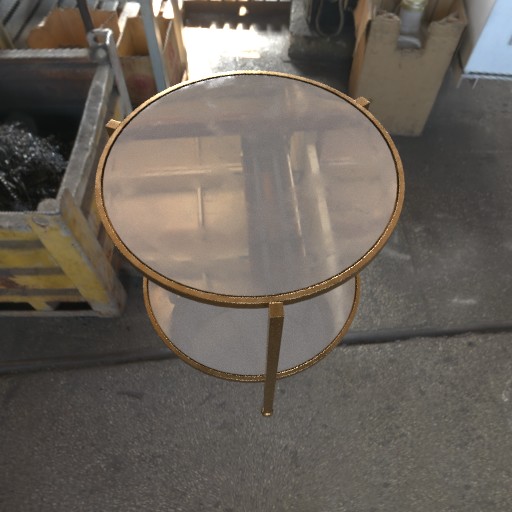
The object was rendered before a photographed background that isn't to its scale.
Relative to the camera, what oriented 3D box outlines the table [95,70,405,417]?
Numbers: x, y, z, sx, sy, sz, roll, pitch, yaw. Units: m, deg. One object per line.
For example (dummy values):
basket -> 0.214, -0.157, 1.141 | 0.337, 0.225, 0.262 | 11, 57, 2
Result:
table -> 0.000, 0.000, 0.453 | 0.243, 0.269, 0.231 | -33, 64, -19
